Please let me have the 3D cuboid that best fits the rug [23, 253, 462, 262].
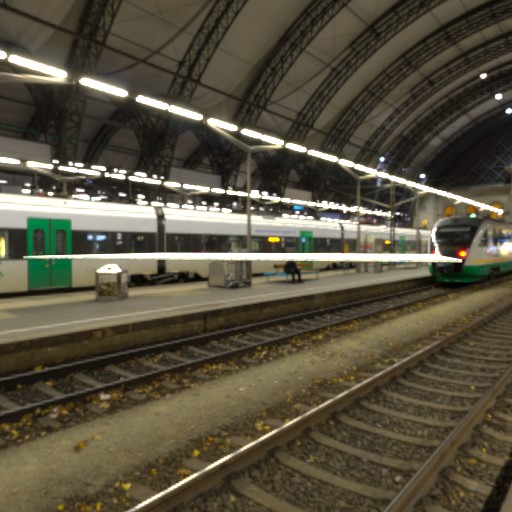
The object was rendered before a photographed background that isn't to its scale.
[{"bbox_3d":[0.000,0.000,2.331,1.820,0.009,1.260,0,1,18],"label":"rug"}]
